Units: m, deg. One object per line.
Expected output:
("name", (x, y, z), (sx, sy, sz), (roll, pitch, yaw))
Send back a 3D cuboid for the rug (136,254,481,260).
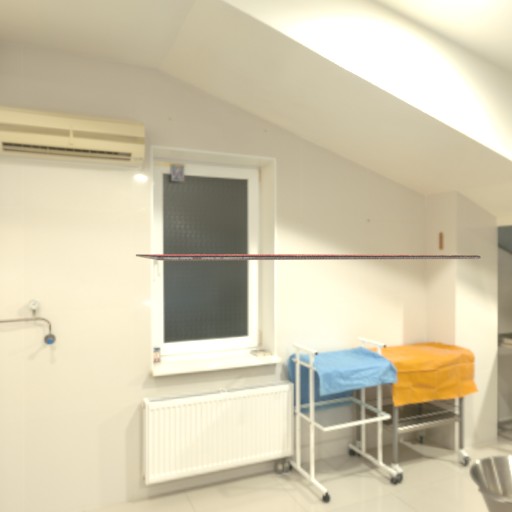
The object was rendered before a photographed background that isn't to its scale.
("rug", (0.000, 0.000, 3.089), (1.539, 0.018, 2.449), (0, 0, -17))
